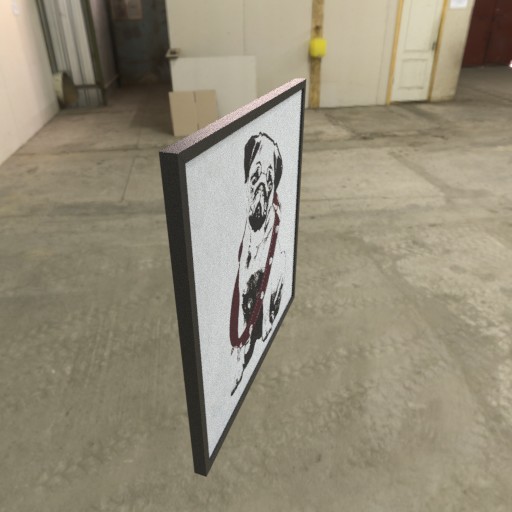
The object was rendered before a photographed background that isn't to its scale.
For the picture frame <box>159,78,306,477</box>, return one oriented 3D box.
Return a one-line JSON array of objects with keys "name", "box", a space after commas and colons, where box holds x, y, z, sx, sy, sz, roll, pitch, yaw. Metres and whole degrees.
[{"name": "picture frame", "box": [0.000, 0.000, 1.170, 0.032, 0.775, 0.775, 10, 31, 17]}]
